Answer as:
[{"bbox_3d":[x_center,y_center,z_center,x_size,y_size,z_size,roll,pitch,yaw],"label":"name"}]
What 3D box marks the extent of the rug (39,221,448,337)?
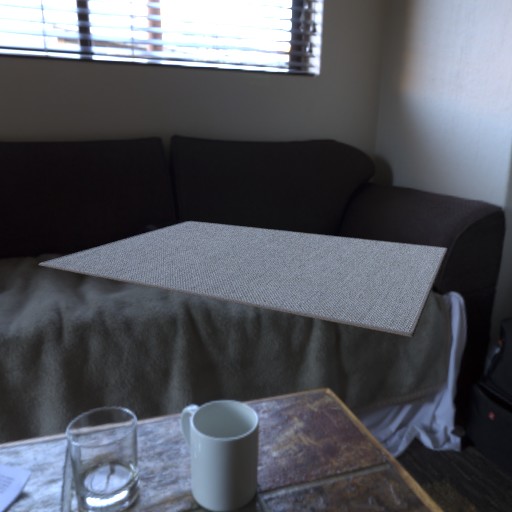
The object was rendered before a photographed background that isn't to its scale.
[{"bbox_3d":[0.000,0.000,2.786,2.115,0.013,1.517,8,17,26],"label":"rug"}]
